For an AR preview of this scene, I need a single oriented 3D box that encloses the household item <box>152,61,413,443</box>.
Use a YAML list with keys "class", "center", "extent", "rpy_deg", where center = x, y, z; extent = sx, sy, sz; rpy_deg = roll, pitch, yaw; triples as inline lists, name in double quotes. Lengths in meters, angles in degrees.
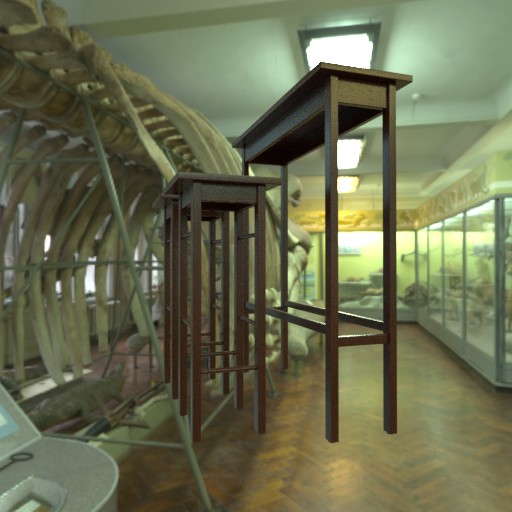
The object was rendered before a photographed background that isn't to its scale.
- class: "household item"
  center: [0.000, 0.000, 1.637]
  extent: [0.676, 1.067, 0.914]
  rpy_deg: [0, -1, -19]
